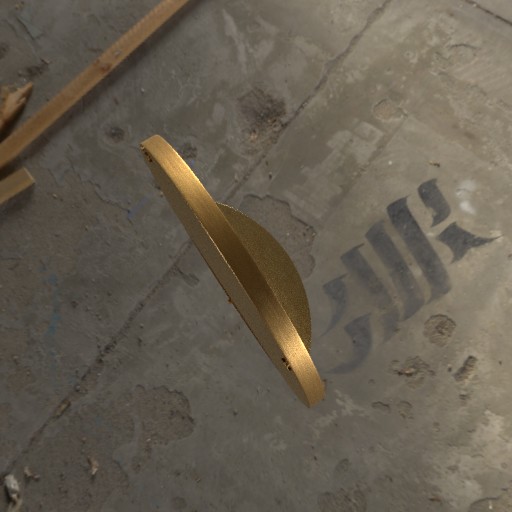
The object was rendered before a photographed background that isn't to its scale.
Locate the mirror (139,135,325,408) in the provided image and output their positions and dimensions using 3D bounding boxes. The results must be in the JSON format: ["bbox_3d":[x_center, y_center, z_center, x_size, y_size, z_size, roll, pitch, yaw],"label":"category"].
[{"bbox_3d":[0.000,0.000,0.692,0.133,0.457,0.457,-33,77,-8],"label":"mirror"}]
